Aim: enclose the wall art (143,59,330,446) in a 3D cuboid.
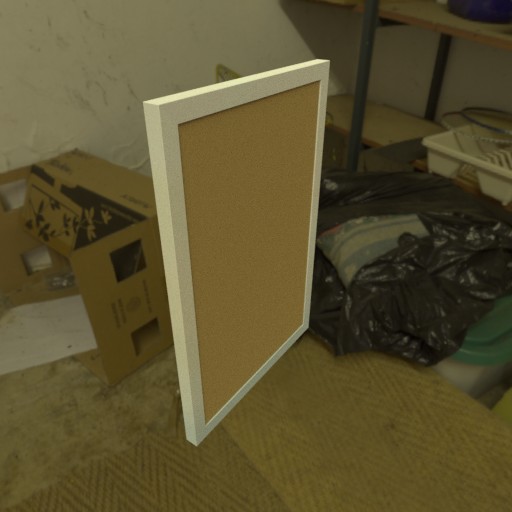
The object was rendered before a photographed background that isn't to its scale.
[{"bbox_3d":[0.000,0.000,1.203,0.039,0.915,0.612,21,37,30],"label":"wall art"}]
